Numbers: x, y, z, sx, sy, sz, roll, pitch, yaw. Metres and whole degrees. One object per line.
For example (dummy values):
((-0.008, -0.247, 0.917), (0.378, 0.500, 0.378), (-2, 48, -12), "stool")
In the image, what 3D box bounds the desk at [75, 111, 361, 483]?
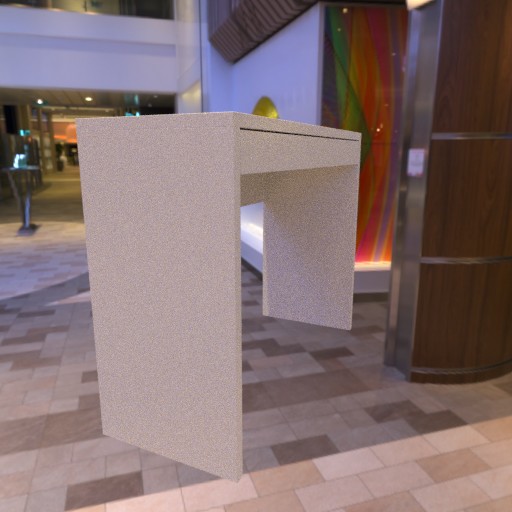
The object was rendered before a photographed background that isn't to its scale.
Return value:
((0.000, 0.000, 1.421), (0.400, 0.790, 1.000), (6, 14, 25), "desk")
